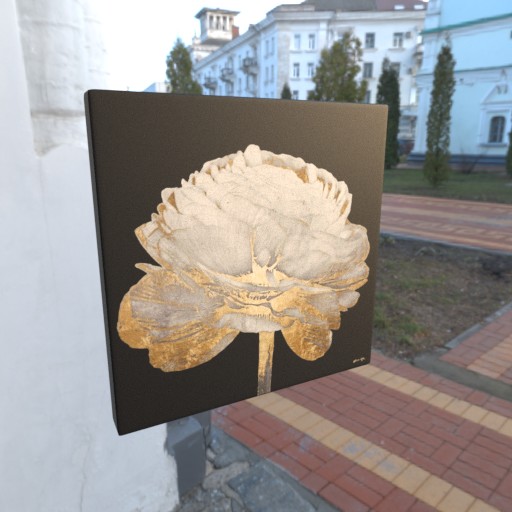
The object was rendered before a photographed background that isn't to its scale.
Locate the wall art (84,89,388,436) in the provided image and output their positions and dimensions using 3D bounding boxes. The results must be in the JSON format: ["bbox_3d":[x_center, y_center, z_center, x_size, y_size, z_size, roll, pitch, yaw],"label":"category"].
[{"bbox_3d":[0.000,0.000,0.607,0.406,0.407,0.041,-7,16,-27],"label":"wall art"}]
